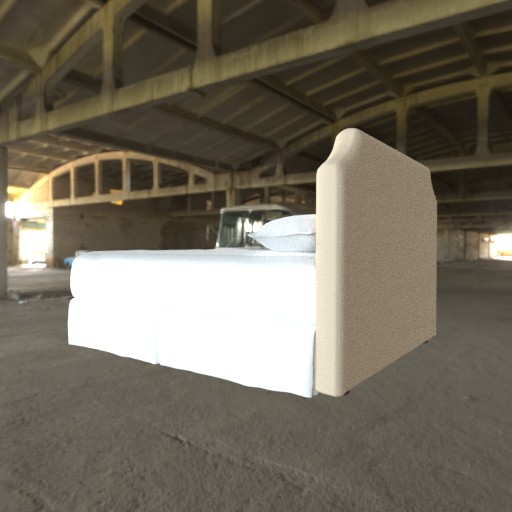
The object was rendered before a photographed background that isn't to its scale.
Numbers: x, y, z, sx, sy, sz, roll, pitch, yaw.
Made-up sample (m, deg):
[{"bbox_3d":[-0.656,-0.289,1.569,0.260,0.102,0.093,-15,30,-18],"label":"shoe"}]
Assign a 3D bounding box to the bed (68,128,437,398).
[{"bbox_3d":[0.000,0.000,3.885,2.548,1.524,2.134,1,1,36],"label":"bed"}]
